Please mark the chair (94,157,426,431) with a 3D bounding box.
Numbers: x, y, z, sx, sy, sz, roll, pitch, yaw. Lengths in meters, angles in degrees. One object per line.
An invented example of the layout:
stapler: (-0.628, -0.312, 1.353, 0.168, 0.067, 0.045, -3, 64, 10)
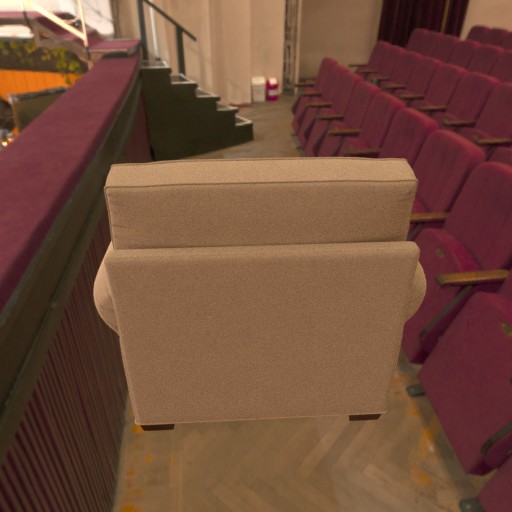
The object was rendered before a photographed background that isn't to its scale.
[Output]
chair: (0.000, 0.000, 1.712, 1.040, 0.955, 0.863, -2, 31, -3)
